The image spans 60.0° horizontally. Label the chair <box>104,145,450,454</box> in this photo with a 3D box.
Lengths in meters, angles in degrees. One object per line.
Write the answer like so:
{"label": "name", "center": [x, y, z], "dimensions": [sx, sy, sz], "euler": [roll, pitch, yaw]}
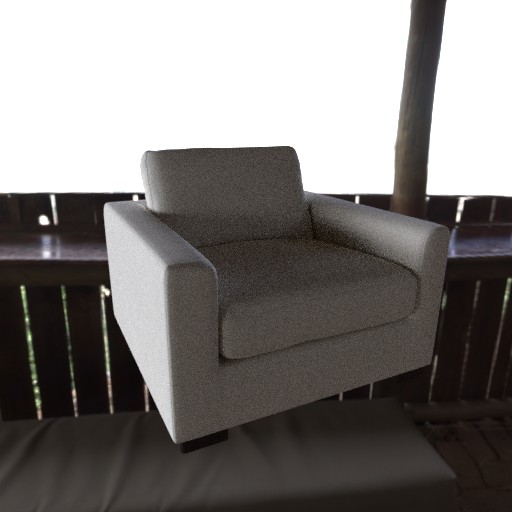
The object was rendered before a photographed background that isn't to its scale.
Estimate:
{"label": "chair", "center": [0.000, 0.000, 1.888], "dimensions": [1.070, 0.876, 1.100], "euler": [-8, 18, -25]}
